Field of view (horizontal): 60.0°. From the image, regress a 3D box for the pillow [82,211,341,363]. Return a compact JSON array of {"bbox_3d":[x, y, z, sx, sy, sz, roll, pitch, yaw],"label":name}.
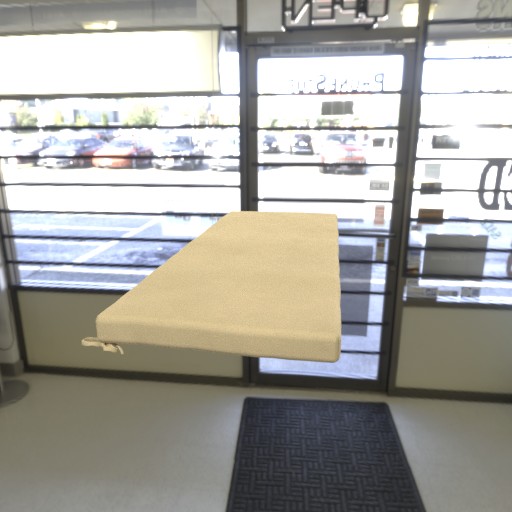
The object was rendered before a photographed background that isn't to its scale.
[{"bbox_3d":[0.000,0.000,1.335,0.492,0.081,1.187,3,16,9],"label":"pillow"}]
